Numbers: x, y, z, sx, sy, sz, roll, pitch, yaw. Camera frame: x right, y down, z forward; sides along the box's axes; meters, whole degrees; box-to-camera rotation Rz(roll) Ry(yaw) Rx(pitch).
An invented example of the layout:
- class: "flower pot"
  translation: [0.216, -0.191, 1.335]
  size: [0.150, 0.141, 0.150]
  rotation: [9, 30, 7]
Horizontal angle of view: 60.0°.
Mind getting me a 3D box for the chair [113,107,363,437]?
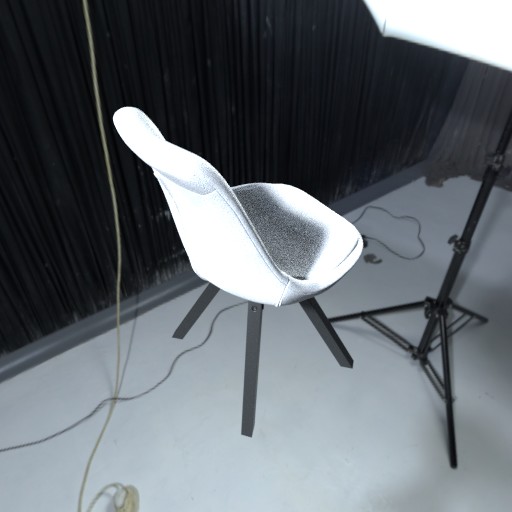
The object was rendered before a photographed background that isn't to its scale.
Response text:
- class: "chair"
  translation: [0.000, 0.000, 1.186]
  size: [0.550, 0.850, 0.485]
  rotation: [-26, 47, -26]
